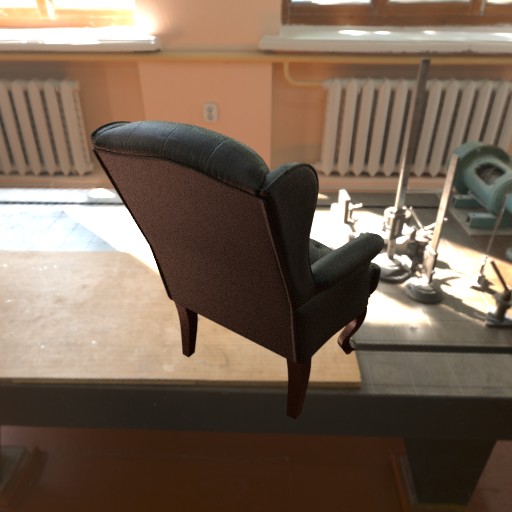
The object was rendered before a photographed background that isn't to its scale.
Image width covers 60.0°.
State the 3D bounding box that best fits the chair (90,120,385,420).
[{"bbox_3d":[0.000,0.000,1.701,0.831,1.133,0.822,21,37,31],"label":"chair"}]
